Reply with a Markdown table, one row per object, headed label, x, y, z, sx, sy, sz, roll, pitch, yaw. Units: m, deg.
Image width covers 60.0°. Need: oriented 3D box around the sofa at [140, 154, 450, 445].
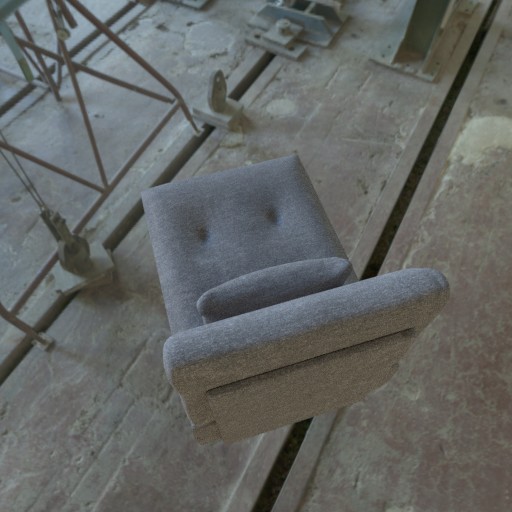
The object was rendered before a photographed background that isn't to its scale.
| label | x | y | z | sx | sy | sz | roll | pitch | yaw |
| --- | --- | --- | --- | --- | --- | --- | --- | --- | --- |
| sofa | 0.000 | 0.000 | 1.531 | 0.700 | 0.820 | 1.000 | -15 | 60 | -9 |
